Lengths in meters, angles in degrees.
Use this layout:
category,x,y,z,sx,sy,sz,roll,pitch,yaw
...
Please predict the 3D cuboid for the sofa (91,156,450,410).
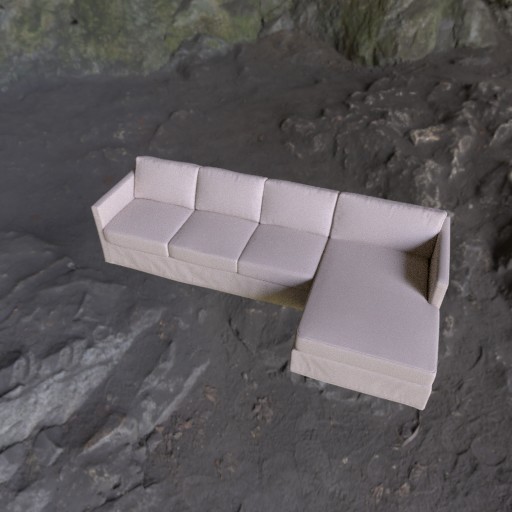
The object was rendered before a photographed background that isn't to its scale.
category,x,y,z,sx,sy,sz,roll,pitch,yaw
sofa,0.000,0.000,3.955,3.206,0.871,1.622,13,42,15
